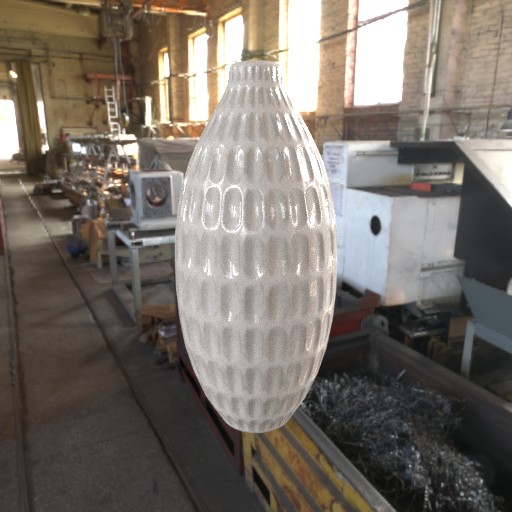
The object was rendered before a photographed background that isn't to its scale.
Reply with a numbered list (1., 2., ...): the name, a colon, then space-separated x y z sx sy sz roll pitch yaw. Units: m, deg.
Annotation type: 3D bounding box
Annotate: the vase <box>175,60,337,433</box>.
1. vase: 0.000 0.000 0.351 0.127 0.282 0.127 0 15 0
